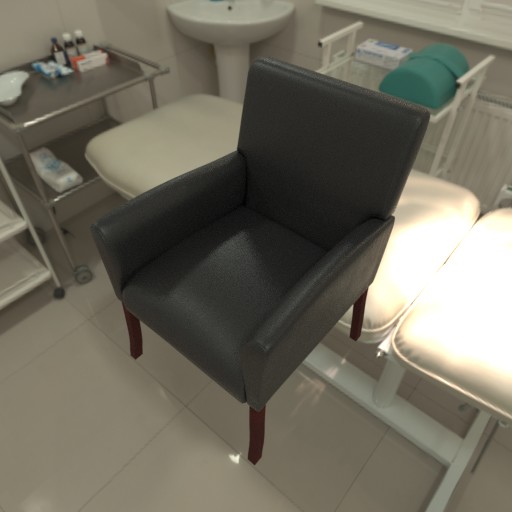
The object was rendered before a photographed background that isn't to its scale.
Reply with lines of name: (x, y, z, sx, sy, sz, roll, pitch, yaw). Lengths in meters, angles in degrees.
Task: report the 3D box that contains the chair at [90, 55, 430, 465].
chair: (0.000, 0.000, 1.480, 0.683, 0.951, 0.772, 31, 53, 27)
